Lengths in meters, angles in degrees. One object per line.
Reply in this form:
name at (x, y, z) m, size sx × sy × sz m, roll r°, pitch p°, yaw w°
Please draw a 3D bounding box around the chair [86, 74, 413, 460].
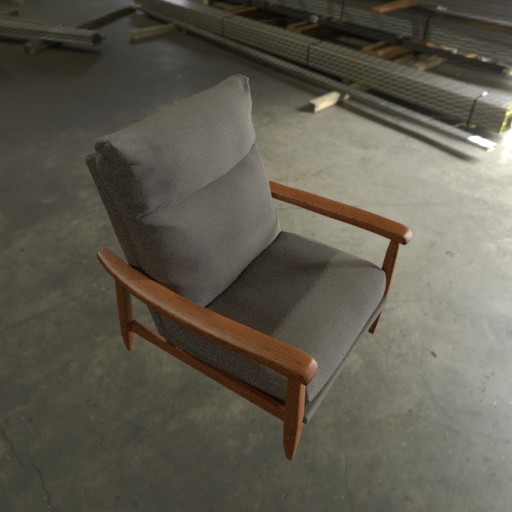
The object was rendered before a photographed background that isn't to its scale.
chair at (0.000, 0.000, 1.505) m, size 0.816 × 0.922 × 0.782 m, roll 25°, pitch 47°, yaw 26°
